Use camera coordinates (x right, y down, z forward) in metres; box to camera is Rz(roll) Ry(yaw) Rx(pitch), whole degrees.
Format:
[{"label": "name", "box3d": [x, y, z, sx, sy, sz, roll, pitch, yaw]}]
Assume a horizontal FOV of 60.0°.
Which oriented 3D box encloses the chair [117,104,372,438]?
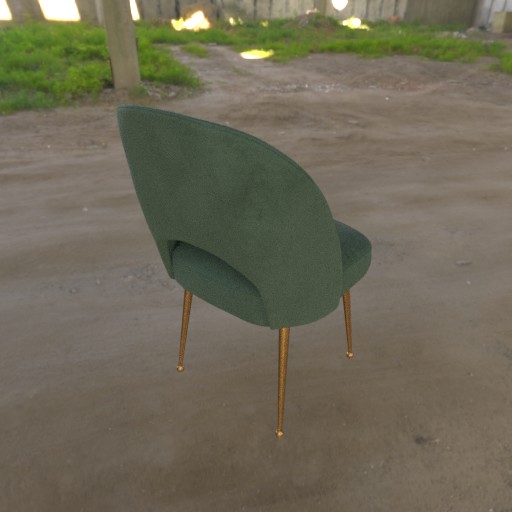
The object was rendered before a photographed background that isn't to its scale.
[{"label": "chair", "box3d": [0.000, 0.000, 1.191, 0.527, 0.860, 0.577, 22, 37, 33]}]
